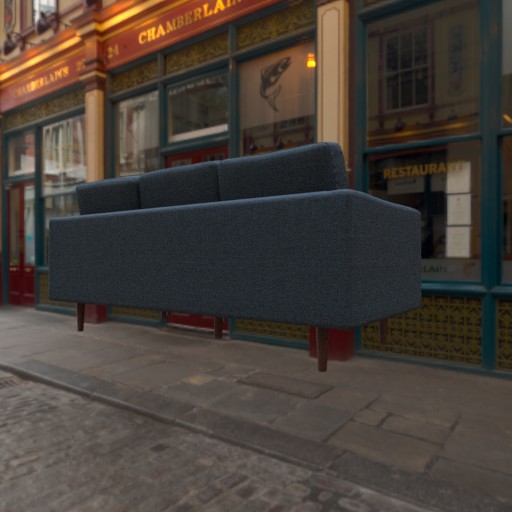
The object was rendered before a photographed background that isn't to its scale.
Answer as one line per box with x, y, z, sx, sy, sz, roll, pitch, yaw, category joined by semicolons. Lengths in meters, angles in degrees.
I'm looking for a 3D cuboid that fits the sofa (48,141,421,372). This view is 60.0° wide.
0.000;0.000;2.870;2.055;0.957;1.667;0;0;36;sofa
